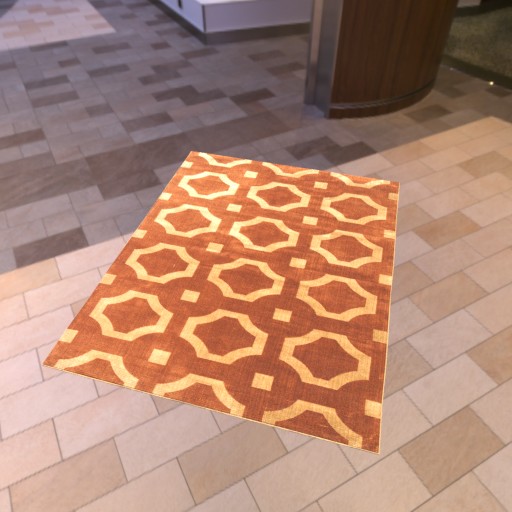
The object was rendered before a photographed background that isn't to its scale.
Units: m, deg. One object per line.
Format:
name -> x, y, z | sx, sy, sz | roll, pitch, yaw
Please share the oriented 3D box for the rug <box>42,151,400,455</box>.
rug -> 0.000, 0.000, 4.091 | 2.466, 0.021, 3.049 | 11, 46, 11
